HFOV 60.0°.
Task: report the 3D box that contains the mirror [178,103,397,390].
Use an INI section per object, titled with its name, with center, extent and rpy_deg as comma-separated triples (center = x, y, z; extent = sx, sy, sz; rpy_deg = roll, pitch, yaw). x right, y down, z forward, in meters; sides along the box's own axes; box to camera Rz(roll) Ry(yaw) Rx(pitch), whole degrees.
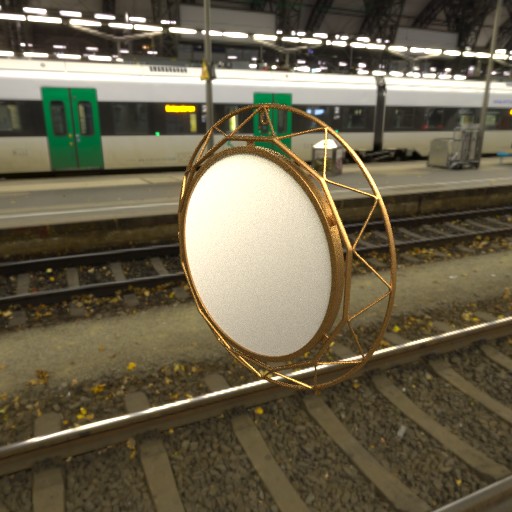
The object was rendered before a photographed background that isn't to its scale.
[mirror]
center = 0.000, 0.000, 0.695
extent = 0.454, 0.454, 0.043
rpy_deg = 16, 23, 42
